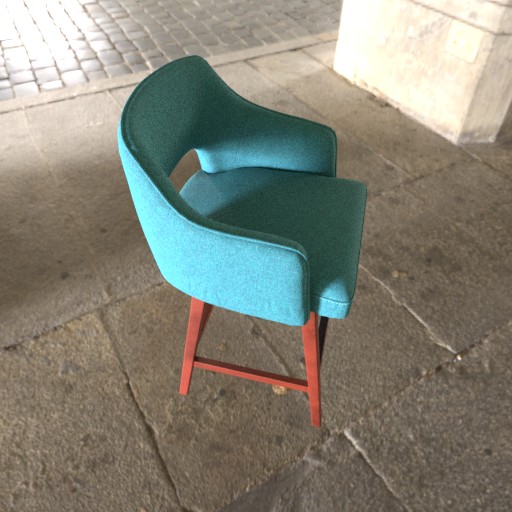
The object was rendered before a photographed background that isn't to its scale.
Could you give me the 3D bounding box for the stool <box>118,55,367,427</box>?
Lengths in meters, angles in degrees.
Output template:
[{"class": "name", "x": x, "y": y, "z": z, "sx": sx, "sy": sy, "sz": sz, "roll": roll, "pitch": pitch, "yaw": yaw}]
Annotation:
[{"class": "stool", "x": 0.000, "y": 0.000, "z": 1.274, "sx": 0.556, "sy": 0.961, "sz": 0.548, "roll": 10, "pitch": 47, "yaw": 10}]
